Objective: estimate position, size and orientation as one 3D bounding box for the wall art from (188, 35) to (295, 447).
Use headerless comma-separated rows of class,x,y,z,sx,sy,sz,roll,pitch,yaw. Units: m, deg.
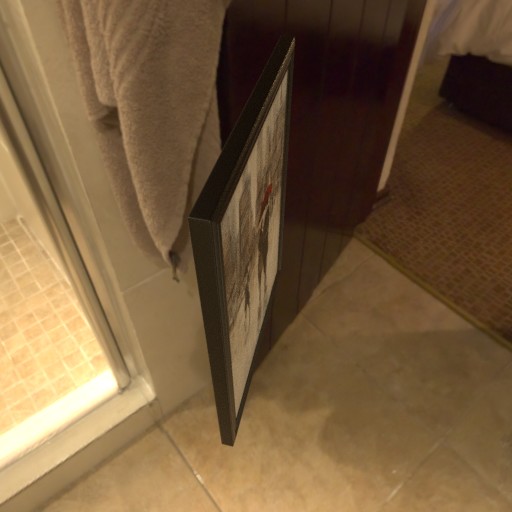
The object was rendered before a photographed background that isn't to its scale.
wall art,0.000,0.000,1.621,0.053,1.194,0.950,10,48,9
